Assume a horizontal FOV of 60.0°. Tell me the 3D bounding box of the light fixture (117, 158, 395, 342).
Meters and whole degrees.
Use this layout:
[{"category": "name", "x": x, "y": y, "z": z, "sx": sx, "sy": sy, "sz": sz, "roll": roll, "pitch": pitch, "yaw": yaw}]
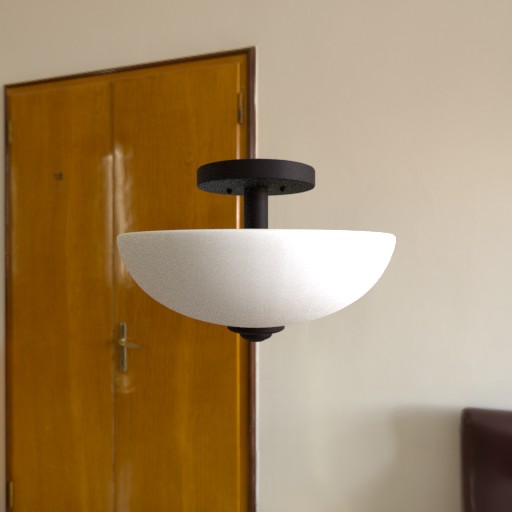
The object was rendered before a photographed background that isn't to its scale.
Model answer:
[{"category": "light fixture", "x": 0.000, "y": 0.000, "z": 0.551, "sx": 0.331, "sy": 0.212, "sz": 0.331, "roll": 0, "pitch": 0, "yaw": 0}]
